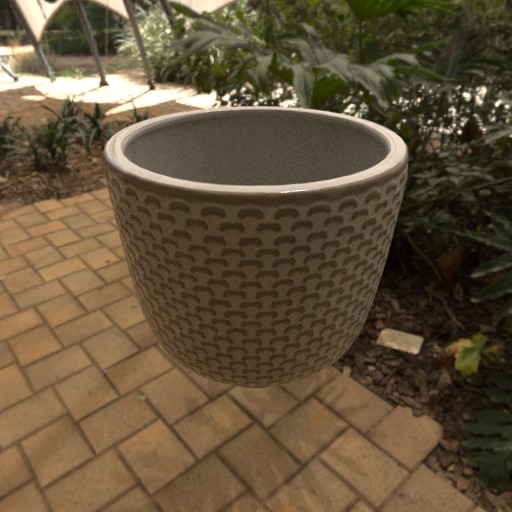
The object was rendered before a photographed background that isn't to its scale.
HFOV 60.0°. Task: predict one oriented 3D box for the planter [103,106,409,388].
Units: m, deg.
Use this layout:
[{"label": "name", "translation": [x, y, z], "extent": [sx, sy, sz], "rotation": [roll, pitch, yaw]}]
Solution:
[{"label": "planter", "translation": [0.000, 0.000, 0.297], "extent": [0.173, 0.160, 0.173], "rotation": [0, 30, 0]}]
